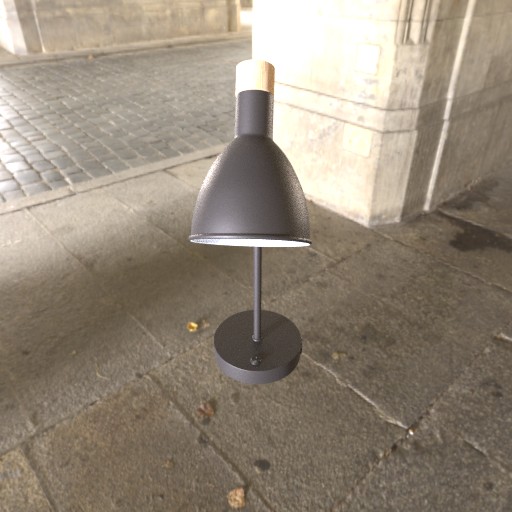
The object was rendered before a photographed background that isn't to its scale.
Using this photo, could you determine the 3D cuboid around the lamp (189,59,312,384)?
[{"bbox_3d":[0.000,0.000,0.587,0.152,0.483,0.287,2,33,3],"label":"lamp"}]
